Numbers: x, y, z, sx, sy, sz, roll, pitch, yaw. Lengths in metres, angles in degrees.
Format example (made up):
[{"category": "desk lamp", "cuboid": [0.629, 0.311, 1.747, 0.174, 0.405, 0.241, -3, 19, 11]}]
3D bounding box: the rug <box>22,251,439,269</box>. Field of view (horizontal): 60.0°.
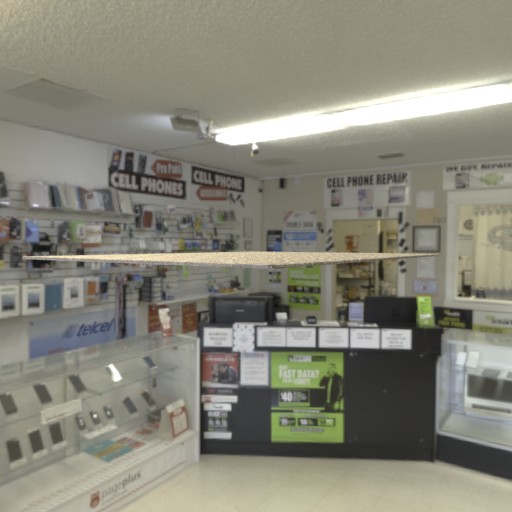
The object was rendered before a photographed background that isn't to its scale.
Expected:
[{"category": "rug", "cuboid": [0.000, 0.000, 4.056, 2.449, 0.025, 3.049, 1, 2, 36]}]
